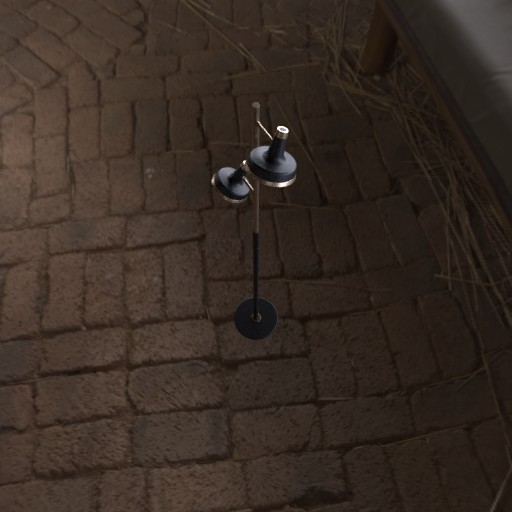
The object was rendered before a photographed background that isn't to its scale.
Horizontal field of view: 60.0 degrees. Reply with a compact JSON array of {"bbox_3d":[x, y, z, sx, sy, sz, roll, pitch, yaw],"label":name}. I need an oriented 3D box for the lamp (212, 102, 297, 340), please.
[{"bbox_3d":[0.000,0.000,1.828,0.253,1.674,0.351,-30,68,-14],"label":"lamp"}]
